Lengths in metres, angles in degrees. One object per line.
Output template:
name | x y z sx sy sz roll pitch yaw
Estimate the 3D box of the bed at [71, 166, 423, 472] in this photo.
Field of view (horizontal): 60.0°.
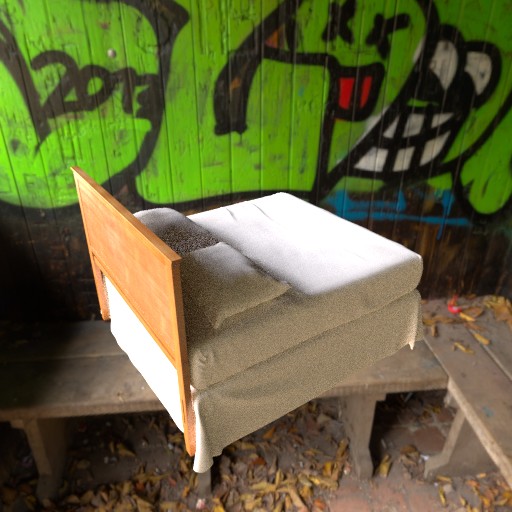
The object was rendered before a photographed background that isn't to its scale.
bed | 0.000 0.000 3.273 2.035 1.273 1.870 -18 33 -30
